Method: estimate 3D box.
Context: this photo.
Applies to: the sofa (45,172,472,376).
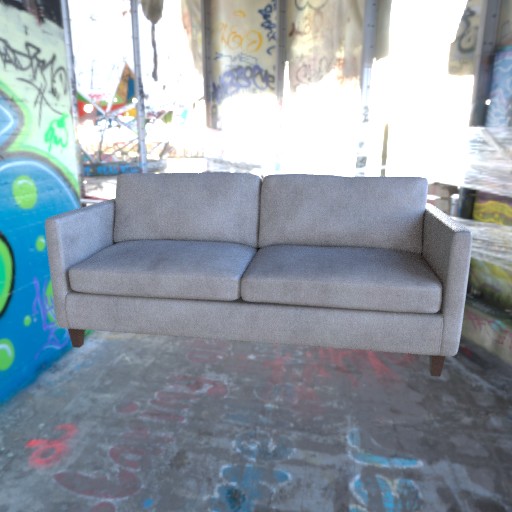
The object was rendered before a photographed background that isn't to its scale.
[{"bbox_3d":[0.000,0.000,2.708,2.208,0.965,0.951,2,15,9],"label":"sofa"}]
